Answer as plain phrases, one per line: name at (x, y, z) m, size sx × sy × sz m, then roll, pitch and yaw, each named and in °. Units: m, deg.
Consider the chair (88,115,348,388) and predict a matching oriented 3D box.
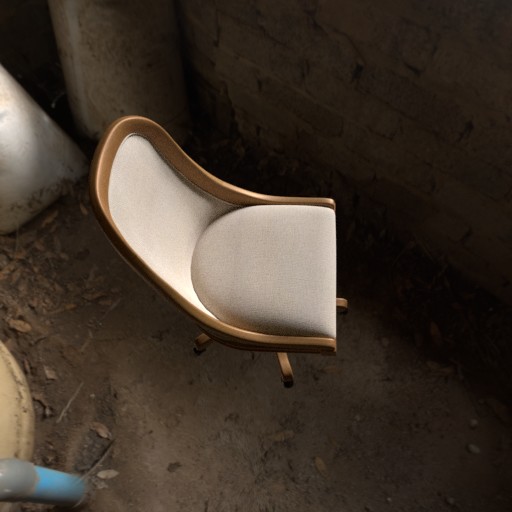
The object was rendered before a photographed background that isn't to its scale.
chair at (0.000, 0.000, 1.526) m, size 0.811 × 1.009 × 0.702 m, roll 4°, pitch 64°, yaw 2°
